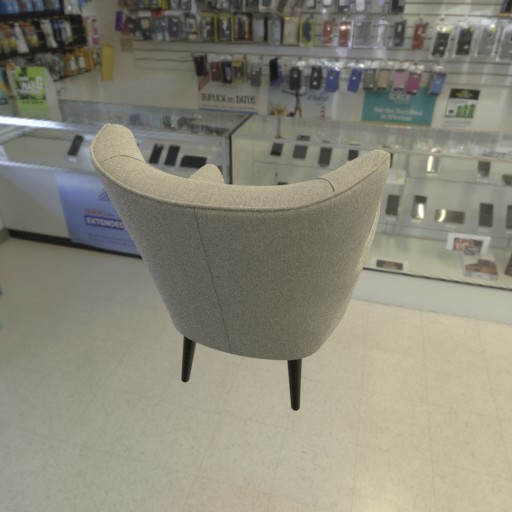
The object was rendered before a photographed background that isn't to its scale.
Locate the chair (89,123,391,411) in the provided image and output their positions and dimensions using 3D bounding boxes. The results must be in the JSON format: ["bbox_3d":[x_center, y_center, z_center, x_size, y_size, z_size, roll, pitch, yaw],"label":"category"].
[{"bbox_3d":[0.000,0.000,1.524,0.781,0.933,0.888,10,33,15],"label":"chair"}]
